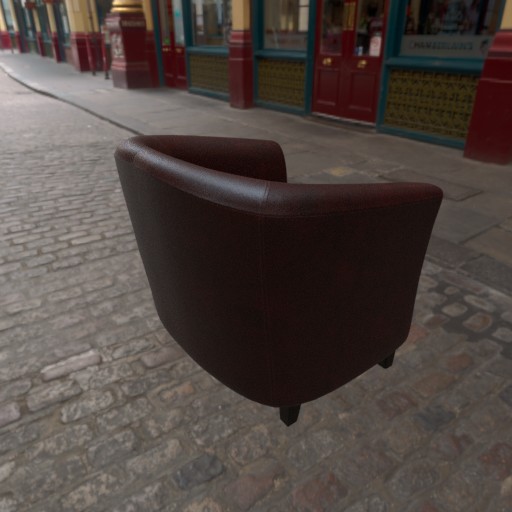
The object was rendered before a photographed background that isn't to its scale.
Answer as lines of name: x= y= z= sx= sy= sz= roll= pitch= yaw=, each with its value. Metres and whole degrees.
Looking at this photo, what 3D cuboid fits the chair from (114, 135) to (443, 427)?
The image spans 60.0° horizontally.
chair: x=0.000 y=0.000 z=1.395 sx=0.727 sy=0.756 sz=0.792 roll=-18 pitch=31 yaw=-32
